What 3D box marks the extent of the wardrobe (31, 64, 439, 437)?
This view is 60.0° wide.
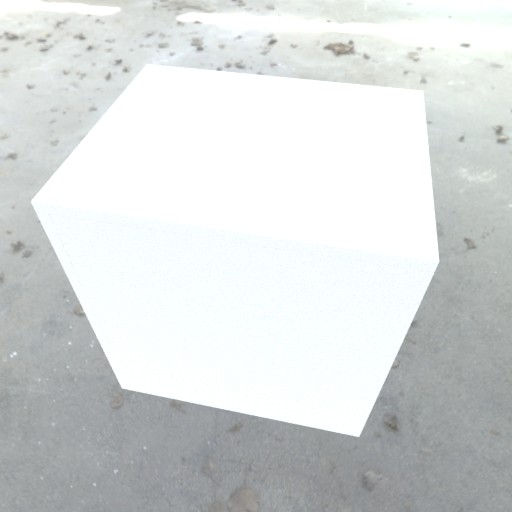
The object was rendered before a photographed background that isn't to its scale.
[{"bbox_3d":[0.000,0.000,0.850,0.500,0.520,0.400,9,48,8],"label":"wardrobe"}]
